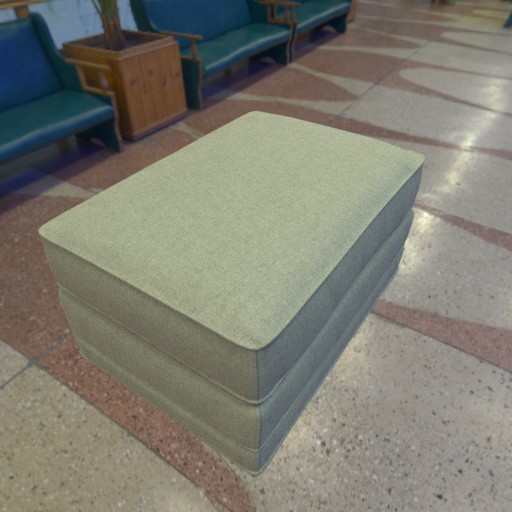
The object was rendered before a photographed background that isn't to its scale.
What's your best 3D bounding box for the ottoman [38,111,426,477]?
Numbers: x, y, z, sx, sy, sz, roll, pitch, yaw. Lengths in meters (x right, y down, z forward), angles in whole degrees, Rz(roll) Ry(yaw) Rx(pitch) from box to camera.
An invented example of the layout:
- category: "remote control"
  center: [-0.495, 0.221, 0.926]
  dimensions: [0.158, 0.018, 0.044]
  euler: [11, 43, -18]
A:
- category: "ottoman"
  center: [0.000, 0.000, 1.198]
  dimensions: [0.611, 0.508, 0.848]
  euler: [24, 45, 26]
